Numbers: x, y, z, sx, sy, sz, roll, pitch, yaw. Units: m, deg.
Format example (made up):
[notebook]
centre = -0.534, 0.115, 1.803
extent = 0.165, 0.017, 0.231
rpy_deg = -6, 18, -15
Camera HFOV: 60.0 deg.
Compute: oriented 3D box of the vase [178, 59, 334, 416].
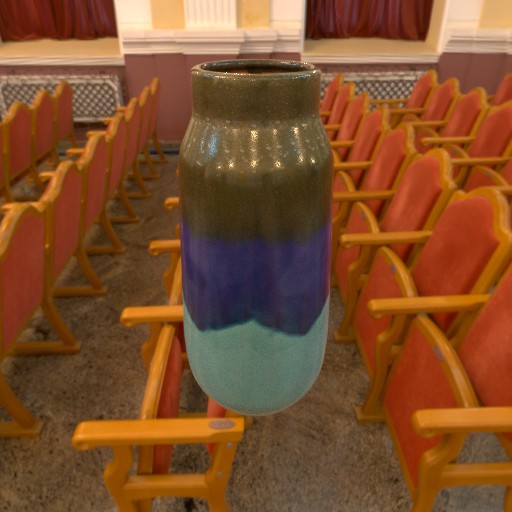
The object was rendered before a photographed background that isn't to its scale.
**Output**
[vase]
centre = 0.000, 0.000, 0.394
extent = 0.139, 0.313, 0.139
rpy_deg = 0, 30, 0
